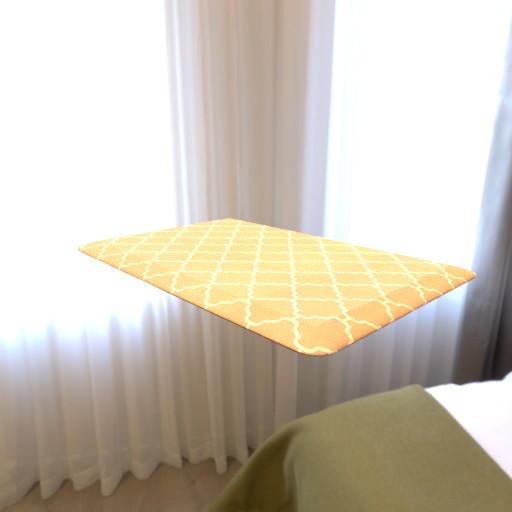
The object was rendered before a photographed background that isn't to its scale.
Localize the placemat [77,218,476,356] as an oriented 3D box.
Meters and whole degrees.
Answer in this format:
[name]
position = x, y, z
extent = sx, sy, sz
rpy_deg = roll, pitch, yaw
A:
[placemat]
position = 0.000, 0.000, 0.970
extent = 0.508, 0.021, 0.762
rpy_deg = -14, 21, -41
